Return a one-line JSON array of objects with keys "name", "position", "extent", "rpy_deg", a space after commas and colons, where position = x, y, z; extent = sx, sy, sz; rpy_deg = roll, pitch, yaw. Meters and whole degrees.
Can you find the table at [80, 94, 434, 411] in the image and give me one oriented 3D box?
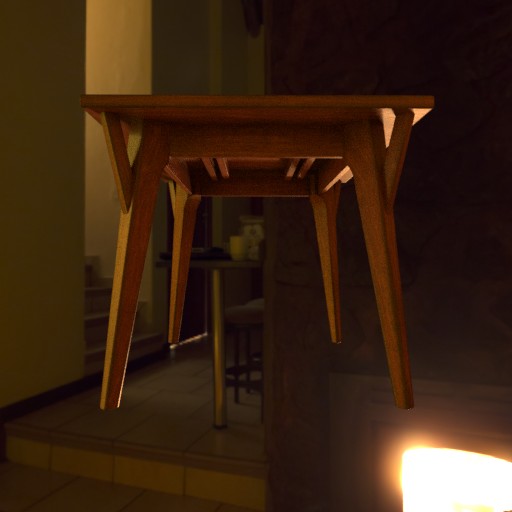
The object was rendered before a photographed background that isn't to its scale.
[{"name": "table", "position": [0.000, 0.000, 1.539], "extent": [0.838, 0.761, 0.991], "rpy_deg": [0, -1, -1]}]
